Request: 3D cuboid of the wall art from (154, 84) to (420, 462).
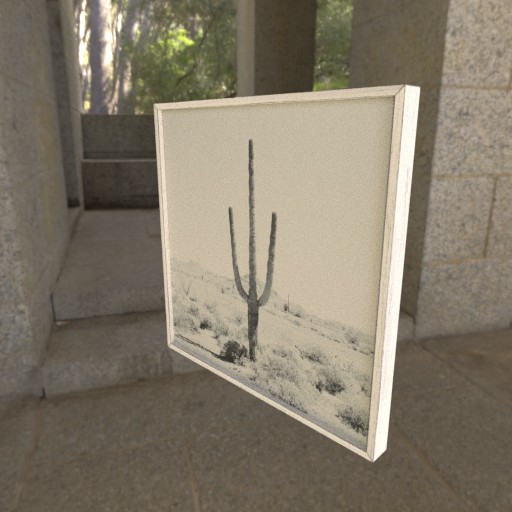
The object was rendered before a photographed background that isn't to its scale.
[{"bbox_3d":[0.000,0.000,0.751,0.508,0.508,0.038,15,21,42],"label":"wall art"}]
